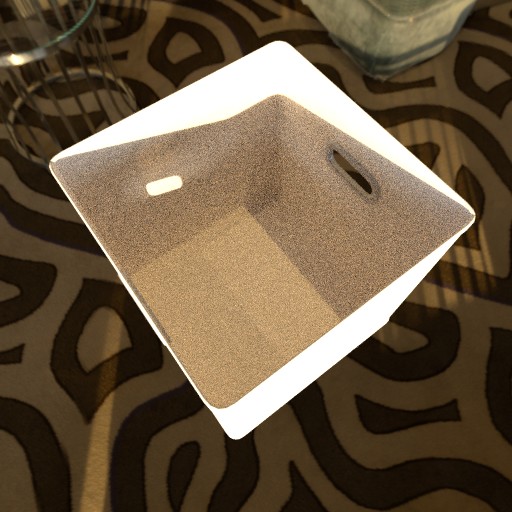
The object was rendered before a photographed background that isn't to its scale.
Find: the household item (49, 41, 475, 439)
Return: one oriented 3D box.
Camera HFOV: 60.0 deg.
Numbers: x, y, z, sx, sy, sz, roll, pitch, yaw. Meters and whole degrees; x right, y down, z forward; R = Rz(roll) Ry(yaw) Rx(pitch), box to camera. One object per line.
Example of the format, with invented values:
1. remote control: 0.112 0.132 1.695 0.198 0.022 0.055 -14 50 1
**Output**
1. household item: 0.000 0.000 0.562 0.305 0.305 0.305 -34 69 -15
